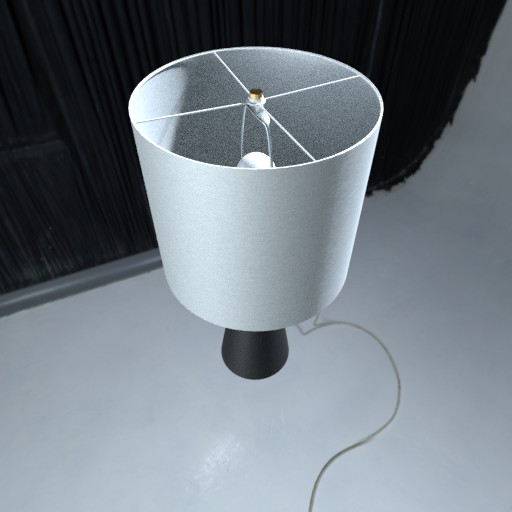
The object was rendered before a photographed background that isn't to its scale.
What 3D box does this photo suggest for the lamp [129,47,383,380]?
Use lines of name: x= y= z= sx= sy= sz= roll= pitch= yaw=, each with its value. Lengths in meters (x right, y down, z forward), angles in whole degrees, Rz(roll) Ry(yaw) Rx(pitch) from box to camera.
lamp: x=0.000 y=0.000 z=0.751 sx=0.308 sy=0.580 sz=0.308 roll=-18 pitch=49 yaw=-16
